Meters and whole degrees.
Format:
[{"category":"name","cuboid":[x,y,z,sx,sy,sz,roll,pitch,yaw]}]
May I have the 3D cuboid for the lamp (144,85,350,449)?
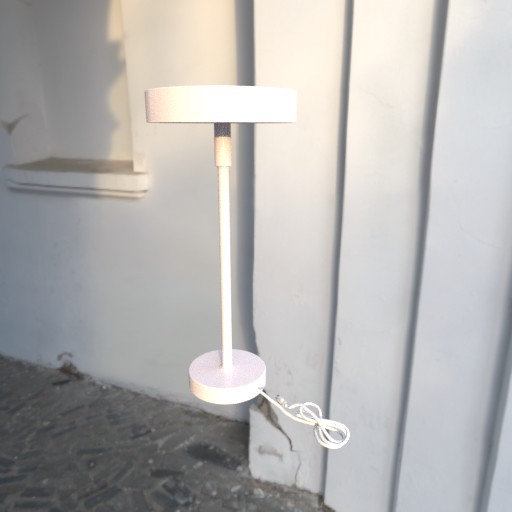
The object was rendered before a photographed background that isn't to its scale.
[{"category":"lamp","cuboid":[0.000,0.000,0.697,0.369,0.508,0.229,14,21,40]}]
